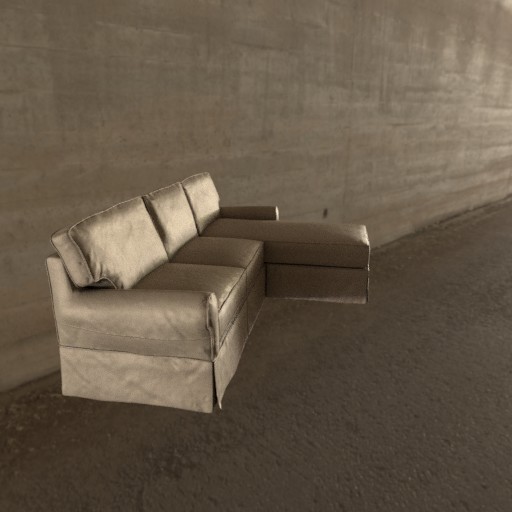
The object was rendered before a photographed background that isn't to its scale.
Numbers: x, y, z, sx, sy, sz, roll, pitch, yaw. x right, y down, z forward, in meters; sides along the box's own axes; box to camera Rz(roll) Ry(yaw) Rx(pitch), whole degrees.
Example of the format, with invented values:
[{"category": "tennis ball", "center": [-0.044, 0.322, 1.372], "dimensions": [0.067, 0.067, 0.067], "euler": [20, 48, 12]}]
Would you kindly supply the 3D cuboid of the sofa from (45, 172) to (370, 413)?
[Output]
[{"category": "sofa", "center": [0.000, 0.000, 3.271], "dimensions": [1.733, 0.978, 2.475], "euler": [3, 17, 10]}]
